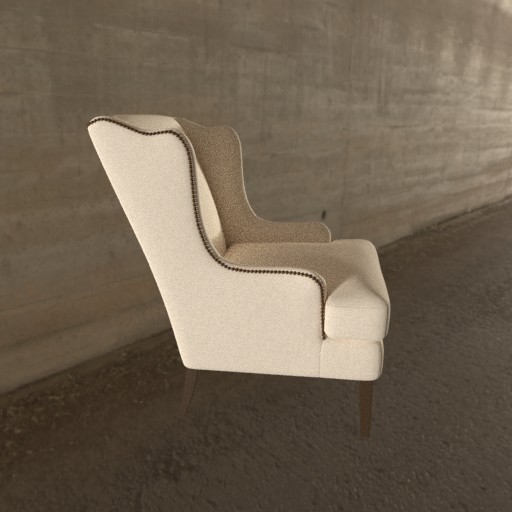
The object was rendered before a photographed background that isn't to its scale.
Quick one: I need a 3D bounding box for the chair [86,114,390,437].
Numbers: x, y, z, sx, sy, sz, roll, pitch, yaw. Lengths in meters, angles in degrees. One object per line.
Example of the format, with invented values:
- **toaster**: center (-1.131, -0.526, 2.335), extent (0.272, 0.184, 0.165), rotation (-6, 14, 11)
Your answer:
- **chair**: center (0.000, 0.000, 1.691), extent (0.940, 1.029, 0.737), rotation (3, 17, 10)
